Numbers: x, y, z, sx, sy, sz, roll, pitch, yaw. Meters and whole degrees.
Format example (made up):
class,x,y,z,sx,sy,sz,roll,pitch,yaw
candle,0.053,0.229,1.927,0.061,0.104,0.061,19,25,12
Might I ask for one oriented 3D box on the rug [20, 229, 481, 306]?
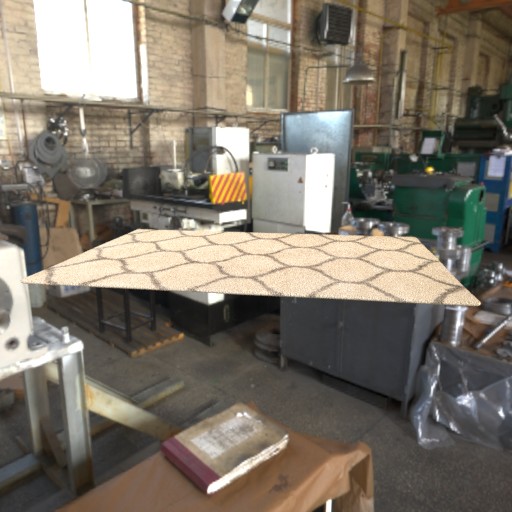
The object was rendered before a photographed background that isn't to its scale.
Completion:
class,x,y,z,sx,sy,sz,roll,pitch,yaw
rug,0.000,0.000,3.413,2.701,0.026,1.801,2,14,9
